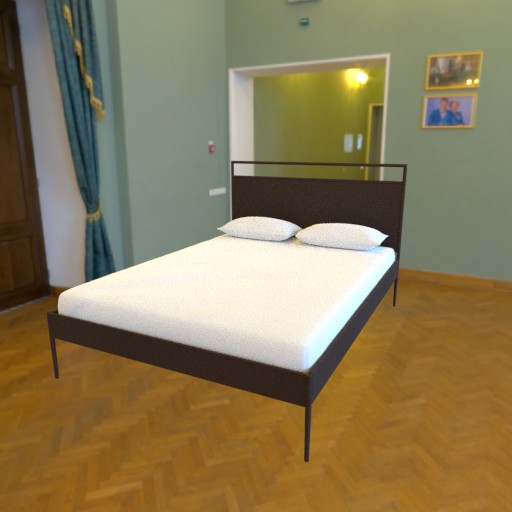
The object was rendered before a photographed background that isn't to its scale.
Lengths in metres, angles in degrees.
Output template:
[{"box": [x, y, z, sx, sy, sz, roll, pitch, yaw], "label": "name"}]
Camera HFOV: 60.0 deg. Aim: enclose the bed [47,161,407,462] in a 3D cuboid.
[{"box": [0.000, 0.000, 3.015, 1.572, 1.173, 2.122, 7, 16, 26], "label": "bed"}]
